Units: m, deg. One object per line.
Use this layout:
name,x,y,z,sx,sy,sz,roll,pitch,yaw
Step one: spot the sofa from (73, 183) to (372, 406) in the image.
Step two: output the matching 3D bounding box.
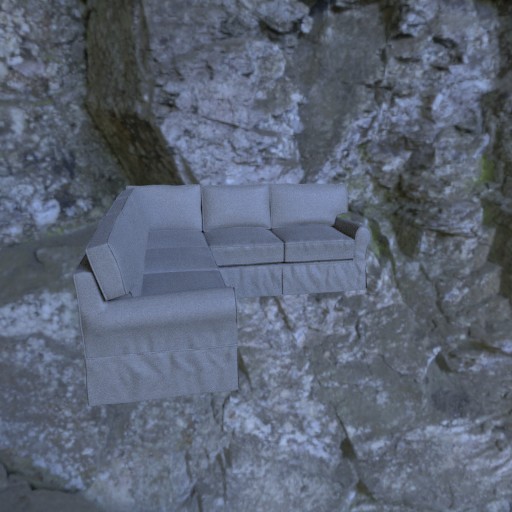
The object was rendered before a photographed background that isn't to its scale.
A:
sofa,0.000,0.000,4.008,2.623,1.081,2.618,-3,16,-11
